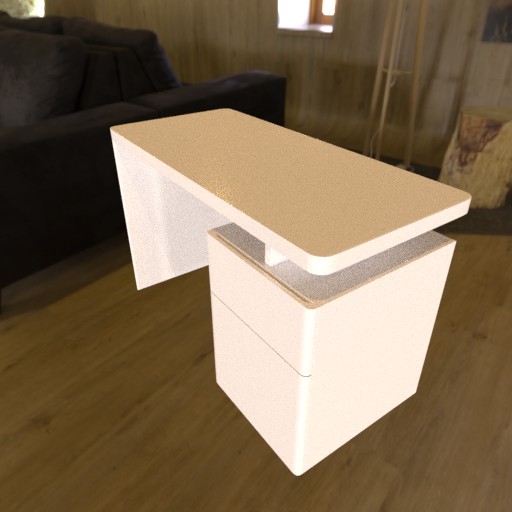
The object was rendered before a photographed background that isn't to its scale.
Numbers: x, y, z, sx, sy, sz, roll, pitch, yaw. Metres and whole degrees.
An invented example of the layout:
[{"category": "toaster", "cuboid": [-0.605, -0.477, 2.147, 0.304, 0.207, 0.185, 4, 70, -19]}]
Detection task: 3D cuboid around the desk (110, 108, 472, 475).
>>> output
[{"category": "desk", "cuboid": [0.000, 0.000, 1.619, 0.550, 0.760, 1.200, -20, 37, -30]}]
